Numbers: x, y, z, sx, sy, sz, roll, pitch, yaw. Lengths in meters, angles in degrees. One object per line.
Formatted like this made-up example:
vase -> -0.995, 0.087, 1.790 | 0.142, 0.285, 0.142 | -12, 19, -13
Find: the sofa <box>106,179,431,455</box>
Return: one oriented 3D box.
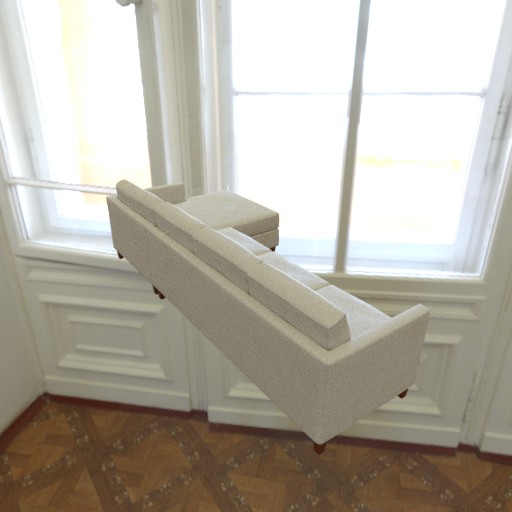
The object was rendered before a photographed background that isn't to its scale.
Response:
sofa -> 0.000, 0.000, 4.136 | 1.599, 0.954, 3.471 | -18, 31, -32
